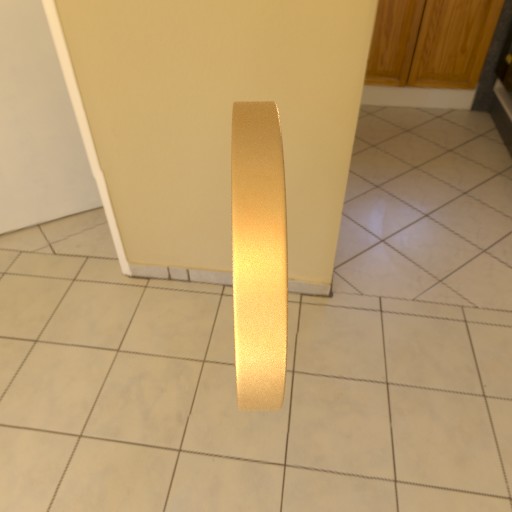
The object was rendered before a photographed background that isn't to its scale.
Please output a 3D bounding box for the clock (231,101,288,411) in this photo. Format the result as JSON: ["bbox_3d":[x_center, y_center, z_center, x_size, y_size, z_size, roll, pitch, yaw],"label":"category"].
[{"bbox_3d":[0.000,0.000,0.476,0.040,0.314,0.314,-1,43,-1],"label":"clock"}]
